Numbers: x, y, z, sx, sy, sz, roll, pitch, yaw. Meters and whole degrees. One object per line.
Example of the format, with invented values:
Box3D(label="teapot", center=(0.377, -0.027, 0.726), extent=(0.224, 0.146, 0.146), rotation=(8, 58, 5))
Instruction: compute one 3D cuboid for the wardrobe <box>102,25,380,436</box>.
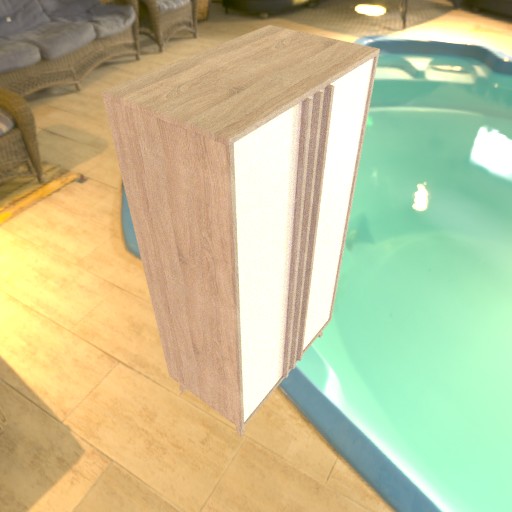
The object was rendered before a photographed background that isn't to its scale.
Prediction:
Box3D(label="wardrobe", center=(0.000, 0.000, 2.370), extent=(0.600, 1.960, 1.000), rotation=(27, 49, 27))
